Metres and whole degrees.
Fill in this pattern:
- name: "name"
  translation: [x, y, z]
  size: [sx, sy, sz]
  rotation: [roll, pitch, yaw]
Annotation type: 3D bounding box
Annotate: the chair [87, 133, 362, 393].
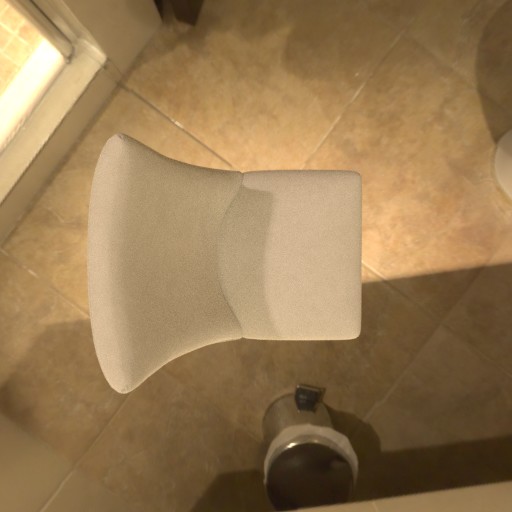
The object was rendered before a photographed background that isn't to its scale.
- name: "chair"
  translation: [0.000, 0.000, 1.236]
  size: [0.610, 0.902, 0.495]
  rotation: [0, 92, 1]
